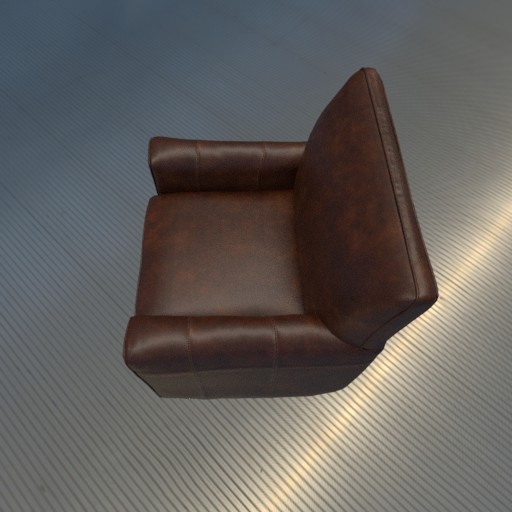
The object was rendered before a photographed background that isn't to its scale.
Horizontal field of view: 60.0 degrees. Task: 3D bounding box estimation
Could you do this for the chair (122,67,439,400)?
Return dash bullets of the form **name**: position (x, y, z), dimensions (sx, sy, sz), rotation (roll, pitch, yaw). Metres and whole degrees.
- **chair**: position (0.000, 0.000, 1.581), dimensions (0.823, 0.943, 0.870), rotation (-1, 59, -1)
